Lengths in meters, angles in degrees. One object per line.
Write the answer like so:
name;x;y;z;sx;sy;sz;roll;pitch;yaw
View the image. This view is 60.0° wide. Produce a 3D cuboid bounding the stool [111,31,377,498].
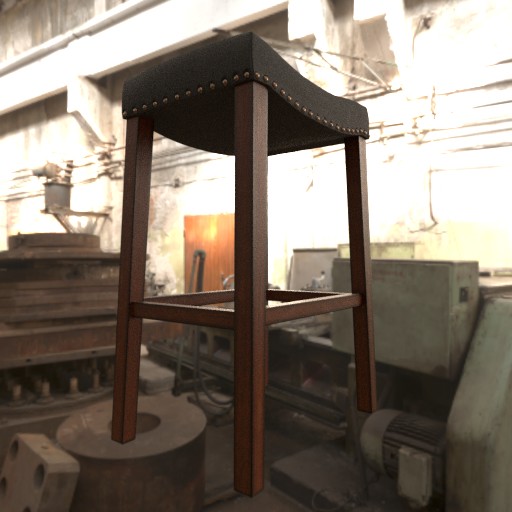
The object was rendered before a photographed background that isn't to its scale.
stool;0.000;0.000;1.000;0.366;0.760;0.502;0;0;37
